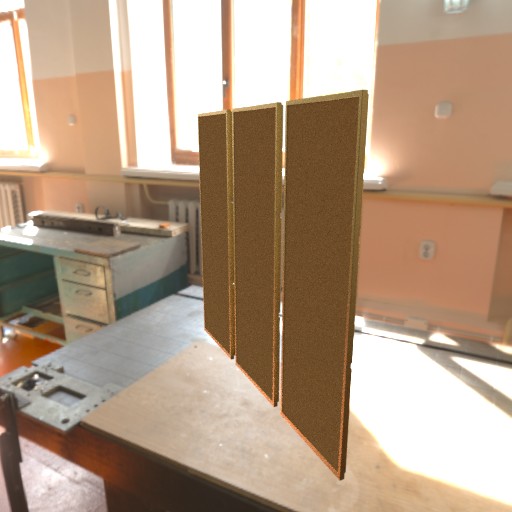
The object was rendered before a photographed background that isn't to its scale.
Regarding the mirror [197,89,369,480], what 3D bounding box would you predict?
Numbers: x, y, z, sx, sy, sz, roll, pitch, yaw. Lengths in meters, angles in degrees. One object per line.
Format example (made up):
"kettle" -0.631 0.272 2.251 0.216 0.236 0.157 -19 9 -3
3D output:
"mirror" 0.000 0.000 1.440 0.023 0.926 1.011 -7 17 -25
